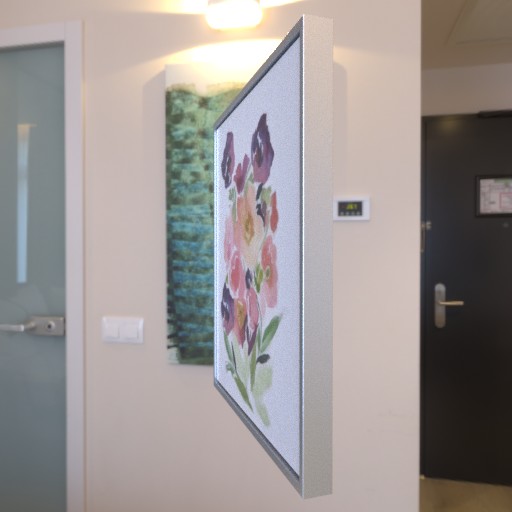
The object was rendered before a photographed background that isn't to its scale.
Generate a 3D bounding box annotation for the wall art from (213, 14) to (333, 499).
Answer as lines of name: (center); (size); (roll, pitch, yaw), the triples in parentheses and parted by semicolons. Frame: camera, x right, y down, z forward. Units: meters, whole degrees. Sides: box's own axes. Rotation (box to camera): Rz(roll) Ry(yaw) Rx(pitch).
wall art: (0.000, 0.000, 0.722); (0.038, 0.549, 0.452); (0, 1, -18)
